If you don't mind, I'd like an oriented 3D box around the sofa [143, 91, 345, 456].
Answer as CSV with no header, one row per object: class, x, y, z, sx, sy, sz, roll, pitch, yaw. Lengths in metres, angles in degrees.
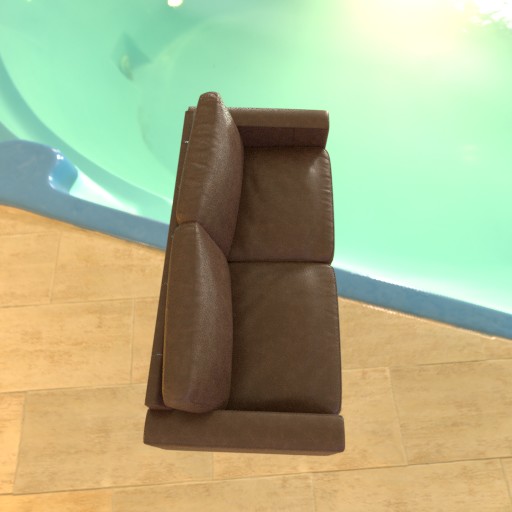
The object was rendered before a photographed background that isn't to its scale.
sofa,0.000,0.000,2.709,1.016,0.873,2.179,2,64,1
